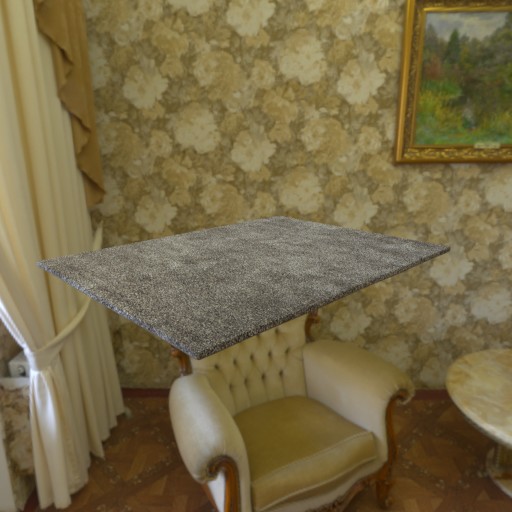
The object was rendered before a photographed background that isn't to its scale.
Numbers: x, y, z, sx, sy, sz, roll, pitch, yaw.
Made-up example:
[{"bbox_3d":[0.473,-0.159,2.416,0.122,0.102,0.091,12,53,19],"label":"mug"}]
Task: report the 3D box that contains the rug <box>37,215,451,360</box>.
[{"bbox_3d":[0.000,0.000,2.126,1.601,0.025,1.198,-15,22,-42],"label":"rug"}]
